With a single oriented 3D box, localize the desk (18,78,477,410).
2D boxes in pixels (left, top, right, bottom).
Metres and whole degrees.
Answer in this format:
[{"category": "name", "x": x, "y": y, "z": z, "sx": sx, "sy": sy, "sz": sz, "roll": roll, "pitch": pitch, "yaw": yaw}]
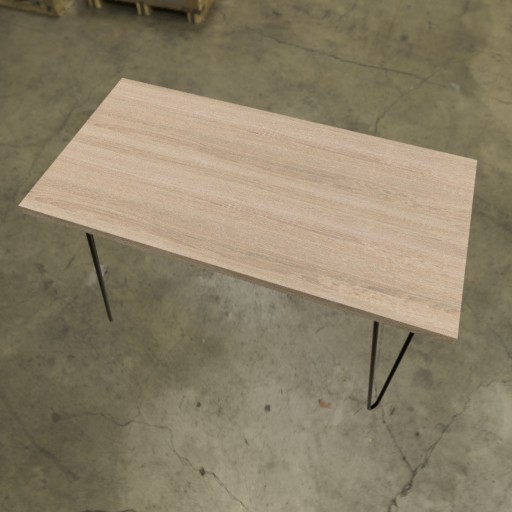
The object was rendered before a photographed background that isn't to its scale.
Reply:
[{"category": "desk", "x": 0.000, "y": 0.000, "z": 1.341, "sx": 0.991, "sy": 0.660, "sz": 0.499, "roll": 16, "pitch": 59, "yaw": 10}]
